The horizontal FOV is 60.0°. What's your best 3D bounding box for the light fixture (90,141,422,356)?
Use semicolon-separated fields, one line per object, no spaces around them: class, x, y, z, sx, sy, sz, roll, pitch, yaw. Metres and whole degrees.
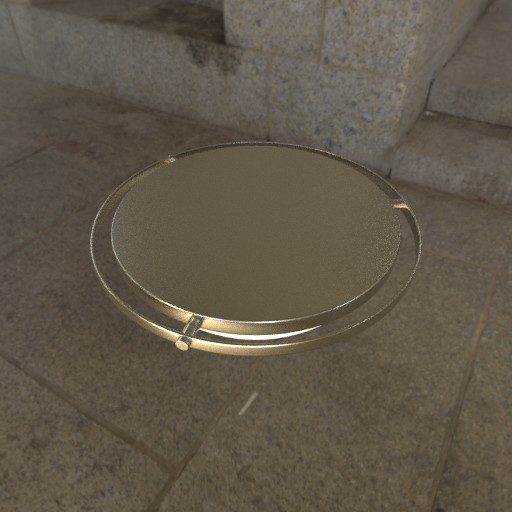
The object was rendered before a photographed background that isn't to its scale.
light fixture;0.000;0.000;0.541;0.361;0.130;0.361;0;42;0
